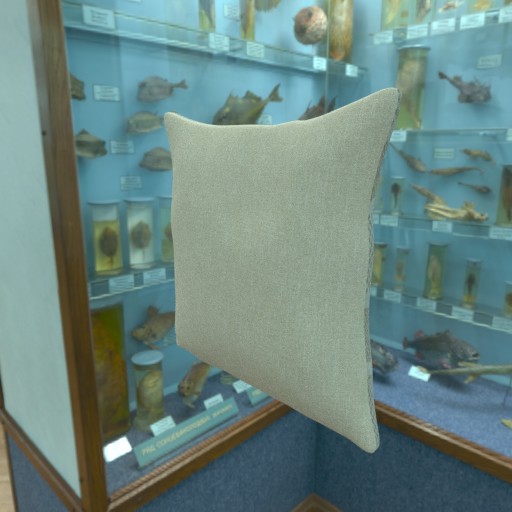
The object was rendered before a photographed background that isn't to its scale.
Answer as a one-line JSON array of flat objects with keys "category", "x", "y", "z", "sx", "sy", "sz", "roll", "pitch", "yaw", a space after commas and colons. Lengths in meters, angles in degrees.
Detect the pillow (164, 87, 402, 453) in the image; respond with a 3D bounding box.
[{"category": "pillow", "x": 0.000, "y": 0.000, "z": 0.658, "sx": 0.138, "sy": 0.432, "sz": 0.436, "roll": -13, "pitch": 18, "yaw": -42}]
